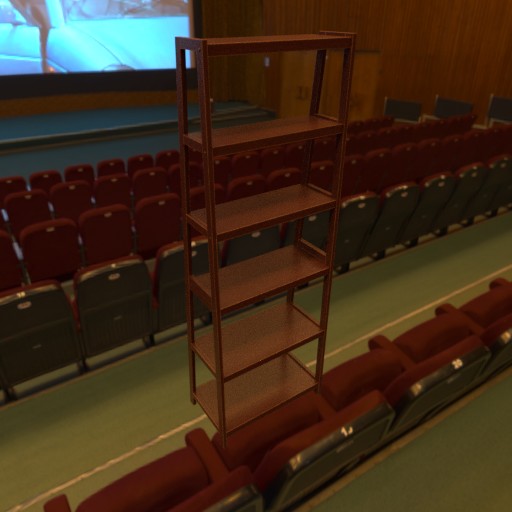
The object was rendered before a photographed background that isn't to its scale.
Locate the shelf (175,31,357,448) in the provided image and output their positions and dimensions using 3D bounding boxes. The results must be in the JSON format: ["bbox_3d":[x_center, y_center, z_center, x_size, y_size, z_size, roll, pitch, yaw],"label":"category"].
[{"bbox_3d":[0.000,0.000,2.106,0.660,1.892,0.381,-18,34,-29],"label":"shelf"}]
